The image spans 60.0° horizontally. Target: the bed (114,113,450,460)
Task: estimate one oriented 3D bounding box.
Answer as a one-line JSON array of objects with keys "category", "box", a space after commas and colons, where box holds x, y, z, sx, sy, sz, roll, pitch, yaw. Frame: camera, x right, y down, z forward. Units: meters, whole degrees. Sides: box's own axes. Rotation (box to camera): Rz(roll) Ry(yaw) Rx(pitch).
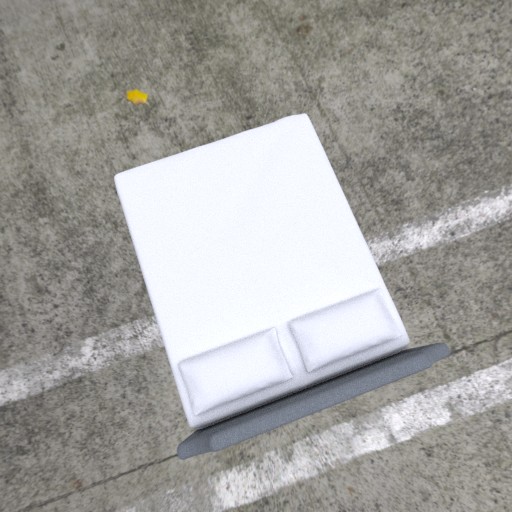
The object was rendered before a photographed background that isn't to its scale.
[{"category": "bed", "box": [0.000, 0.000, 3.361, 1.811, 1.296, 2.259, -19, 75, -5]}]
